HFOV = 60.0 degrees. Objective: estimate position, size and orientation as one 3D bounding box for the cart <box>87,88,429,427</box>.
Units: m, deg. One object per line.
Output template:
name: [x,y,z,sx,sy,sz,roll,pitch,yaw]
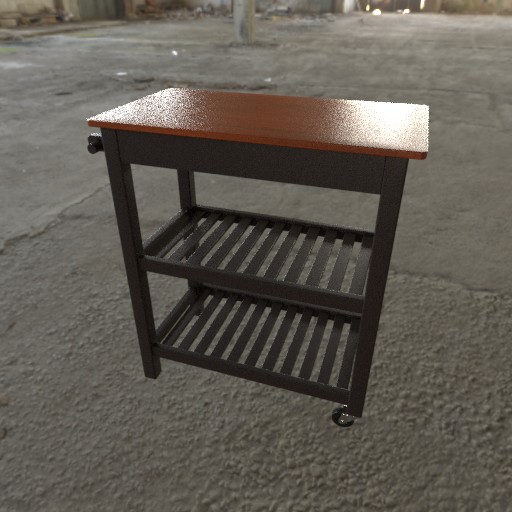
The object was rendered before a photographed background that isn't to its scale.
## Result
cart: [0.000,0.000,1.457,0.899,0.927,0.457,10,32,16]
